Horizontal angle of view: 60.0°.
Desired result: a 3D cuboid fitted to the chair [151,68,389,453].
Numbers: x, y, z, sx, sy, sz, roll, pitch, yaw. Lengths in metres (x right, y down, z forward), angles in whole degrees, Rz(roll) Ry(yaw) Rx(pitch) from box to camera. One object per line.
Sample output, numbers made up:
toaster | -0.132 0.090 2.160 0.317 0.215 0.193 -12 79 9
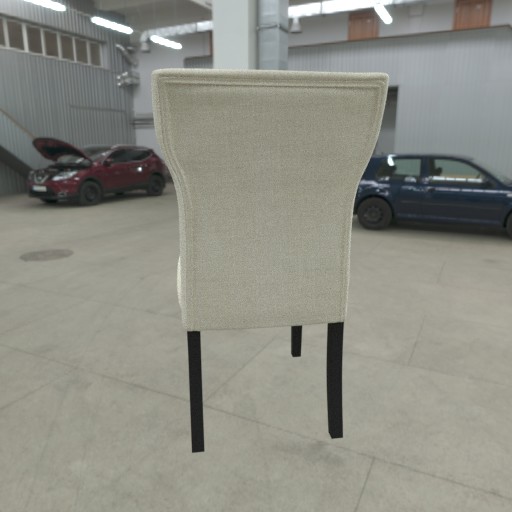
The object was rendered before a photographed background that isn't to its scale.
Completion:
chair | 0.000 0.000 1.277 0.509 0.921 0.597 -2 14 -8
